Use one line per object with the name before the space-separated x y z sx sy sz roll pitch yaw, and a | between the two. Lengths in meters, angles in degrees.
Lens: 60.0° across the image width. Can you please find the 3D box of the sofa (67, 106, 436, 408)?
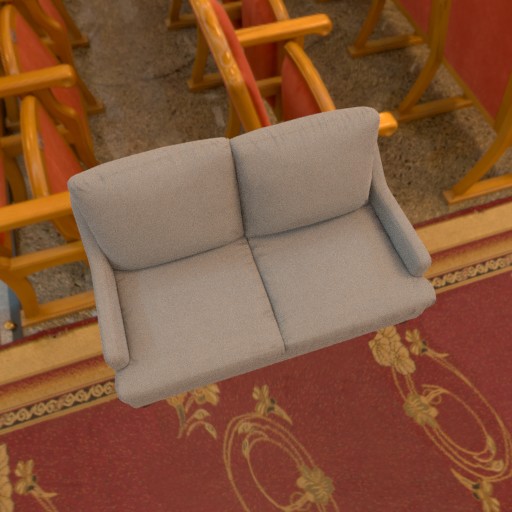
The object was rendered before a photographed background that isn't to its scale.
sofa | 0.000 0.000 2.216 1.589 0.921 0.987 -16 64 -8
